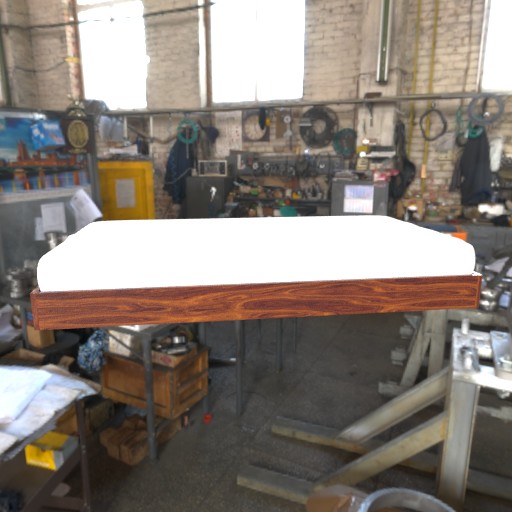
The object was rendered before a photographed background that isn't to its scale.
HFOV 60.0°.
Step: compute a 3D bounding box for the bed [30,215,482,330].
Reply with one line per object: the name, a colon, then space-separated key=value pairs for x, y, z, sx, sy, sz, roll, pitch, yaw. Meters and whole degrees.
bed: x=0.000 y=0.000 z=2.256 sx=1.860 sy=0.312 sz=0.940 roll=-2 pitch=13 yaw=-8
